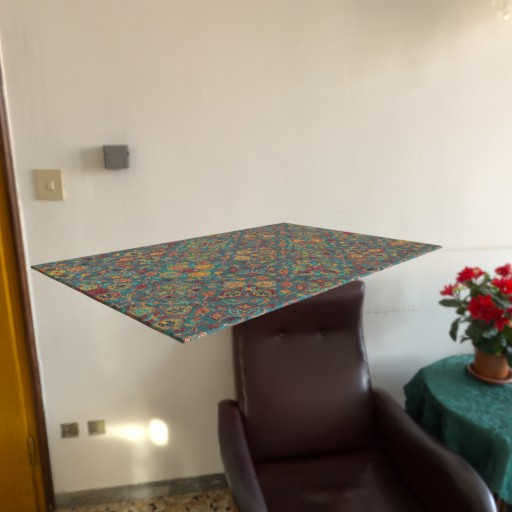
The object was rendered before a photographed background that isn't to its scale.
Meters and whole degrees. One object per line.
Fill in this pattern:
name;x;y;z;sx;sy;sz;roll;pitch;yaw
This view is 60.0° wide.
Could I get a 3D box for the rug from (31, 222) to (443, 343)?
rug;0.000;0.000;2.331;1.216;0.014;1.836;13;19;43
